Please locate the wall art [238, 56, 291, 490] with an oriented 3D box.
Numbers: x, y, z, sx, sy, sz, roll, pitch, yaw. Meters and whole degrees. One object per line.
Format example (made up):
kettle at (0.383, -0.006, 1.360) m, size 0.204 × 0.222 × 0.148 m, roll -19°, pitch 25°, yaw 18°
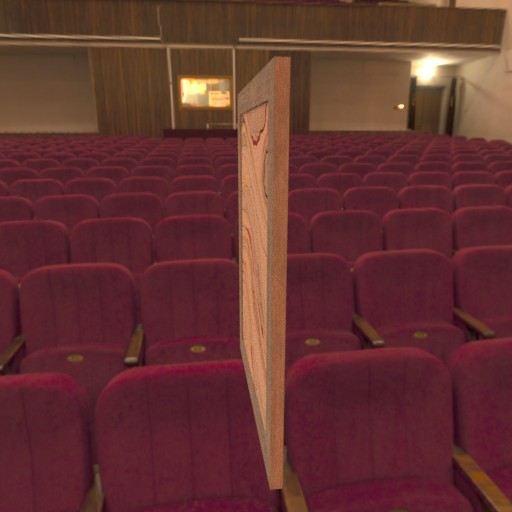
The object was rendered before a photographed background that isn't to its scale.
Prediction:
wall art at (0.000, 0.000, 0.832) m, size 0.020 × 0.613 × 0.481 m, roll -2°, pitch 15°, yaw -7°
